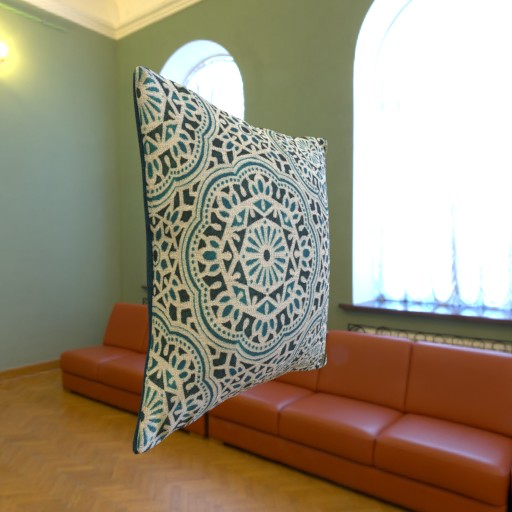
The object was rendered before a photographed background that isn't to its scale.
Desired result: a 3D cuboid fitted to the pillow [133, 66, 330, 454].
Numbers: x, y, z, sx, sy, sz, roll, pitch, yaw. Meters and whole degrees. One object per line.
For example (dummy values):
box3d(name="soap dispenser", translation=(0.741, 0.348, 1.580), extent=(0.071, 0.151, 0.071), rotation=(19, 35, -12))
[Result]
box3d(name="pillow", translation=(0.000, 0.000, 0.645), extent=(0.145, 0.420, 0.440), rotation=(1, 2, 36))
